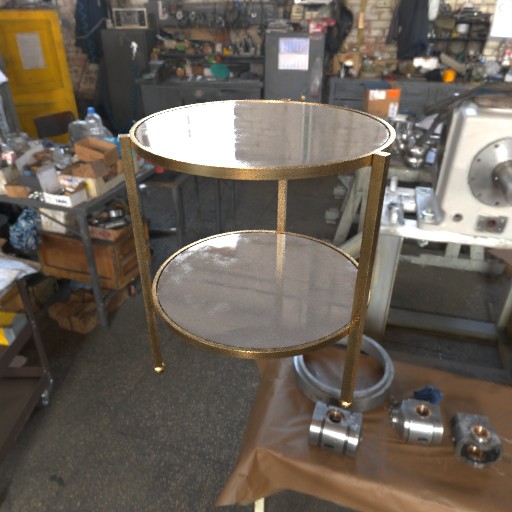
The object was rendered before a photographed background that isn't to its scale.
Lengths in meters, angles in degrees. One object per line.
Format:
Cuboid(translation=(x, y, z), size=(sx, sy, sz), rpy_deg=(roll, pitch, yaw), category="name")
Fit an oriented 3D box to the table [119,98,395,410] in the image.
Cuboid(translation=(0.000, 0.000, 0.464), size=(0.243, 0.269, 0.231), rpy_deg=(-8, 31, -14), category="table")
